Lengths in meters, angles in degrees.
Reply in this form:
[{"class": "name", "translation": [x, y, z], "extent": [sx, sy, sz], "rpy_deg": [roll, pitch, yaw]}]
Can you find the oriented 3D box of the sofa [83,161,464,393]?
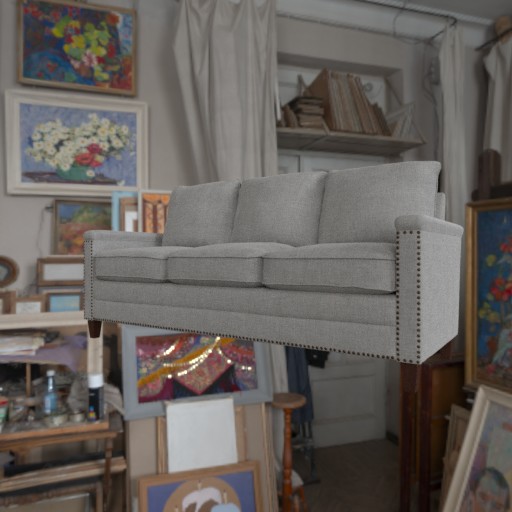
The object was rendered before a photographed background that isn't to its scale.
[{"class": "sofa", "translation": [0.000, 0.000, 2.375], "extent": [1.925, 0.959, 0.828], "rpy_deg": [0, 0, 34]}]
